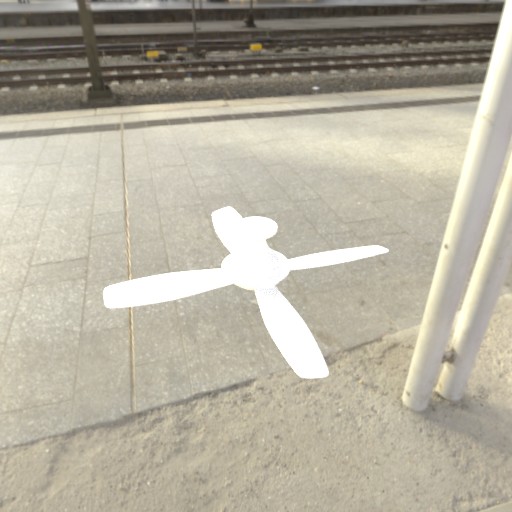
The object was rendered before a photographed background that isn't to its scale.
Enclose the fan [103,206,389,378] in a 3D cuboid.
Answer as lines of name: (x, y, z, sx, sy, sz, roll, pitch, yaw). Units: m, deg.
fan: (0.000, 0.000, 2.512, 1.694, 0.382, 1.693, -10, 33, -15)
